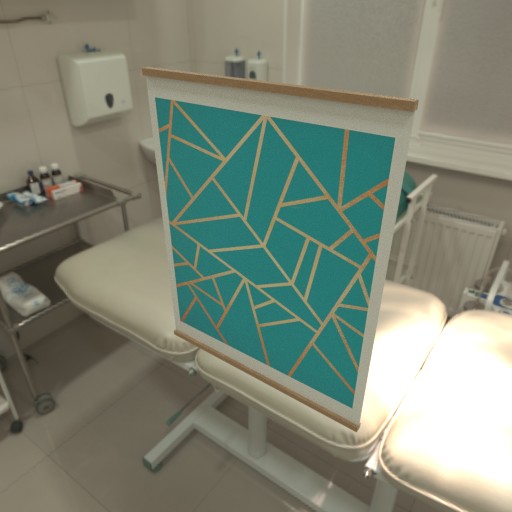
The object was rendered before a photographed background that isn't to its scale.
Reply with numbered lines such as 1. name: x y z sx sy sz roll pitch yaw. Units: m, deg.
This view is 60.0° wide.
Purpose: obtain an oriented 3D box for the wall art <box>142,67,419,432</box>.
1. wall art: 0.000 0.000 0.683 0.405 0.508 0.012 20 36 30
